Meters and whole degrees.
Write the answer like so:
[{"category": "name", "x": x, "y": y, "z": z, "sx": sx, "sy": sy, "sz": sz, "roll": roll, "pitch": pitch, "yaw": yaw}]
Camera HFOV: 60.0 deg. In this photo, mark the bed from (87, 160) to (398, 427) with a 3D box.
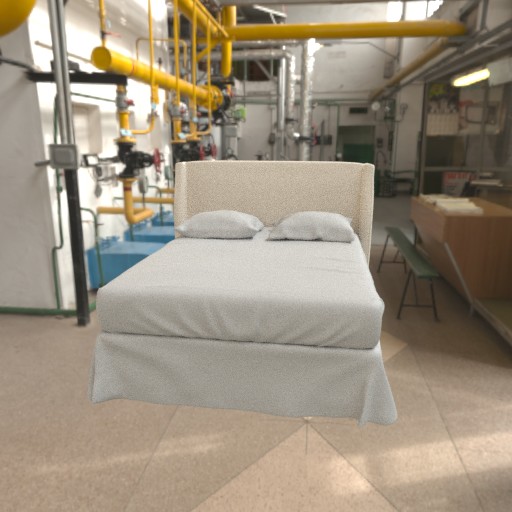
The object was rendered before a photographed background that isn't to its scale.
[{"category": "bed", "x": 0.000, "y": 0.000, "z": 3.424, "sx": 1.925, "sy": 1.332, "sz": 2.276, "roll": 2, "pitch": 15, "yaw": 8}]
